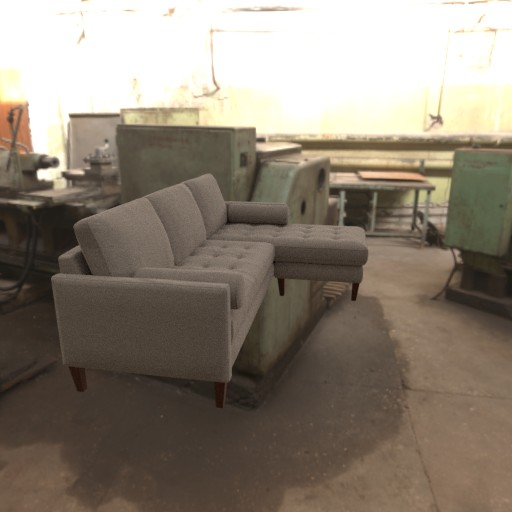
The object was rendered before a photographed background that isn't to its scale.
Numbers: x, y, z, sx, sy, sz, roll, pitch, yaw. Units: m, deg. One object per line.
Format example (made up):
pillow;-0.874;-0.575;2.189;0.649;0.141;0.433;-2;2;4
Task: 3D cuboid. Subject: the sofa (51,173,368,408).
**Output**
sofa;0.000;0.000;2.940;1.506;0.875;2.178;3;17;10
